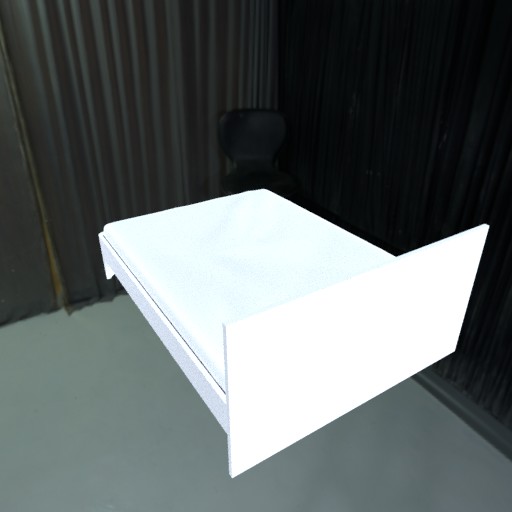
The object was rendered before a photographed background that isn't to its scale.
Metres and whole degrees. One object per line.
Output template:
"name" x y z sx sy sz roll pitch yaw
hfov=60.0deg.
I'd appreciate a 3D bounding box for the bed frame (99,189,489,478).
"bed frame" 0.000 0.000 2.751 1.490 0.800 1.950 -17 33 -28
